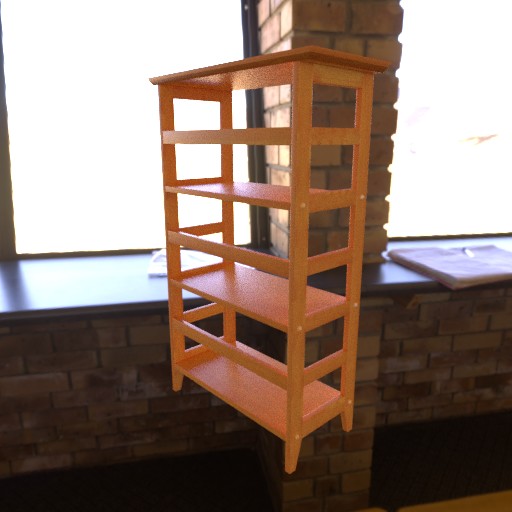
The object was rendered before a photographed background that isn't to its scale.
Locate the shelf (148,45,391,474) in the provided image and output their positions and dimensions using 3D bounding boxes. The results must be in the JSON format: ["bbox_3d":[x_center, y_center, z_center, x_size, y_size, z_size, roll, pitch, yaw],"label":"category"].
[{"bbox_3d":[0.000,0.000,1.371,0.305,1.067,0.660,-13,20,-41],"label":"shelf"}]
